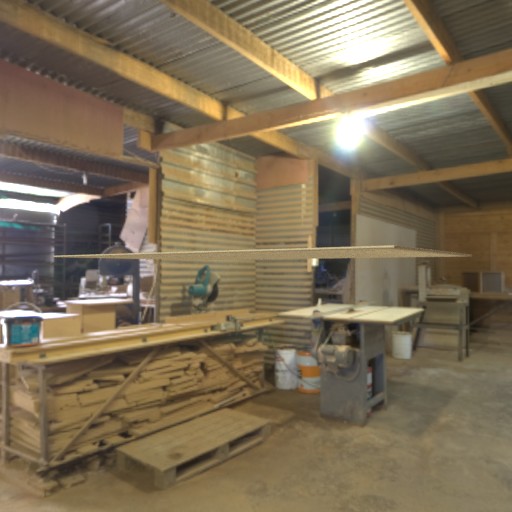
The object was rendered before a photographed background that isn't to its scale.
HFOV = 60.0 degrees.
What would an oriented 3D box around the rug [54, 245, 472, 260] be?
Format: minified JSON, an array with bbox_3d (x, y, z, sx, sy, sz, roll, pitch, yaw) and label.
[{"bbox_3d":[0.000,0.000,3.022,2.438,0.011,1.524,-1,-2,36],"label":"rug"}]
